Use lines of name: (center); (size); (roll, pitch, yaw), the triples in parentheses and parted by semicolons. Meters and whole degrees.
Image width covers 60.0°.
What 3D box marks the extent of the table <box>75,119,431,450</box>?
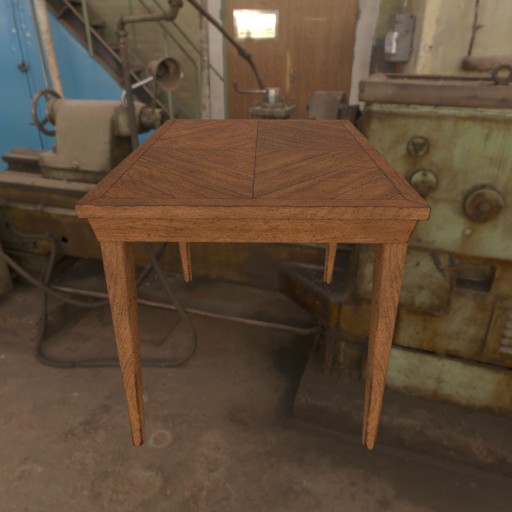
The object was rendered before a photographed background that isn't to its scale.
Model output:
table: (0.000, 0.000, 1.569); (0.757, 0.760, 1.027); (0, 27, 1)
